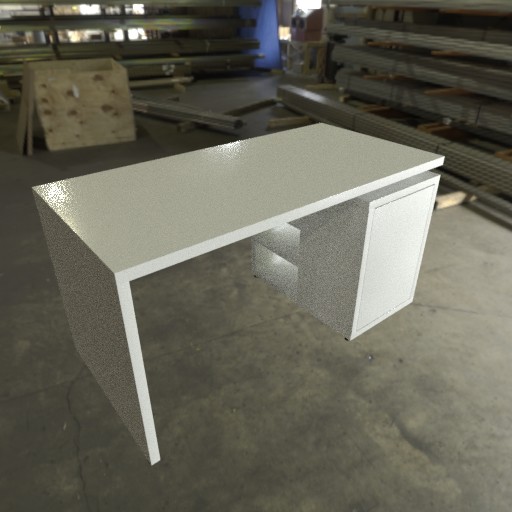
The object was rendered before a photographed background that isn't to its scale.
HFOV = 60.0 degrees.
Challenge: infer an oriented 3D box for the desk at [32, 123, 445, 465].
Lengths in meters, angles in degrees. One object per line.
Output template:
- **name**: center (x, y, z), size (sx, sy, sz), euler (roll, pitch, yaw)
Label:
- **desk**: center (0.000, 0.000, 1.836), size (1.400, 0.740, 0.690), euler (-22, 37, -32)
